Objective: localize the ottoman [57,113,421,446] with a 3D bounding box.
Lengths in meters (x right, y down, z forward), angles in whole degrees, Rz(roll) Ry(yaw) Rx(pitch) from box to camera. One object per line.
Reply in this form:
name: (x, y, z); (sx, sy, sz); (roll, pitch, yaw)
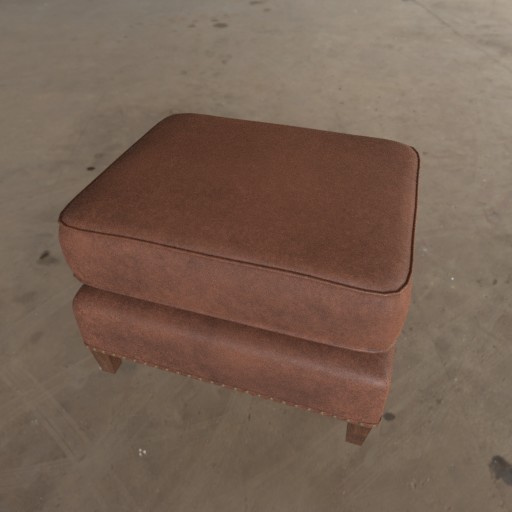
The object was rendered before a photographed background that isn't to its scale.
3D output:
ottoman: (0.000, 0.000, 1.133); (0.738, 0.537, 0.589); (12, 42, 13)
